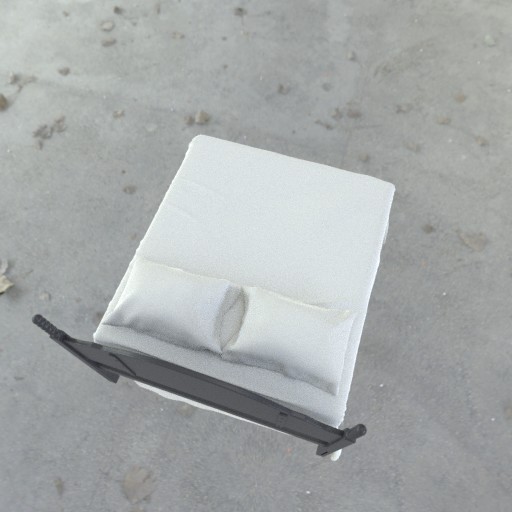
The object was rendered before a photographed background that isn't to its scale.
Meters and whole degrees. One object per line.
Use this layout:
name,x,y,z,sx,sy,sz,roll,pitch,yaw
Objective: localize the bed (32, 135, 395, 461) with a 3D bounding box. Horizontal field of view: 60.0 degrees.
bed,0.000,0.000,3.048,1.873,1.356,2.040,16,64,8
